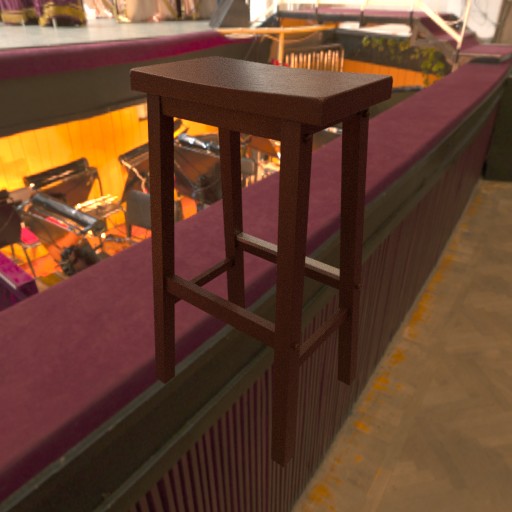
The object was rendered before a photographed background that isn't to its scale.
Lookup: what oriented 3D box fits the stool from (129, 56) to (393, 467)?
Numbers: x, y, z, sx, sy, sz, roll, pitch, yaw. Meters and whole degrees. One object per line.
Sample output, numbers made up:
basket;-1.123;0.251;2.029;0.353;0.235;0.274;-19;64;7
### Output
stool;0.000;0.000;0.957;0.406;0.742;0.322;22;38;32
